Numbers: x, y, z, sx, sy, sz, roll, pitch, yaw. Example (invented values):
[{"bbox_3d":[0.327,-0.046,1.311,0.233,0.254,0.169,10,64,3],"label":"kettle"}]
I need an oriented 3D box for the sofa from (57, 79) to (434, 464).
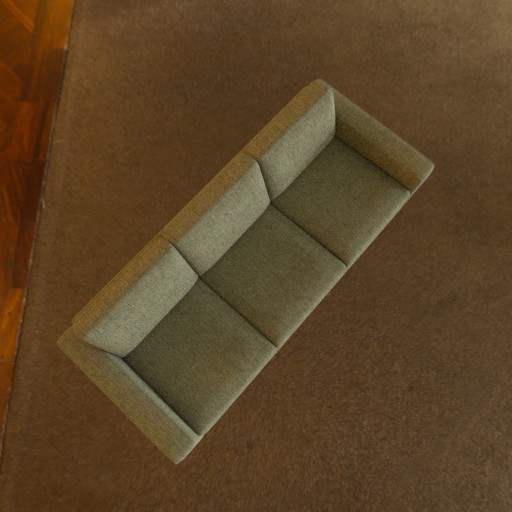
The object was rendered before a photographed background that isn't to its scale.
[{"bbox_3d":[0.000,0.000,2.577,0.900,0.800,2.160,41,79,10],"label":"sofa"}]
